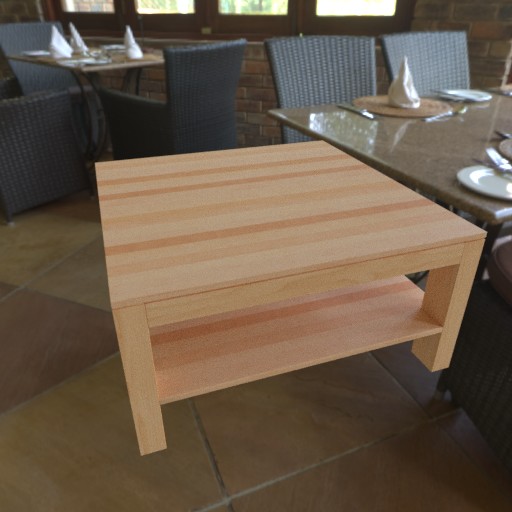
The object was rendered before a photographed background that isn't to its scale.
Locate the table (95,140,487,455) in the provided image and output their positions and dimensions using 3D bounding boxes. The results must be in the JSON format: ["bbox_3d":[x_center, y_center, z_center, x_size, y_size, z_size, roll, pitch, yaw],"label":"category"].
[{"bbox_3d":[0.000,0.000,1.449,0.900,0.450,0.900,-10,31,-17],"label":"table"}]
